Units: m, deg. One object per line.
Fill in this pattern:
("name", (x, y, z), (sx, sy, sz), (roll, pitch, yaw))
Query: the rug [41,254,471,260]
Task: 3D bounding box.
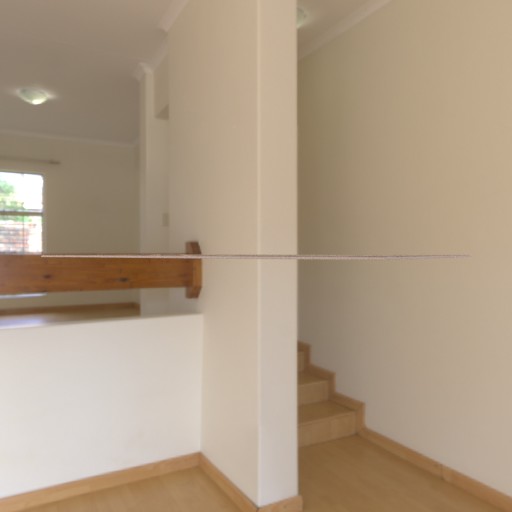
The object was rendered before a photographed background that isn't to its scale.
("rug", (0.000, 0.000, 2.847), (2.260, 0.013, 1.600), (0, 0, 36))
